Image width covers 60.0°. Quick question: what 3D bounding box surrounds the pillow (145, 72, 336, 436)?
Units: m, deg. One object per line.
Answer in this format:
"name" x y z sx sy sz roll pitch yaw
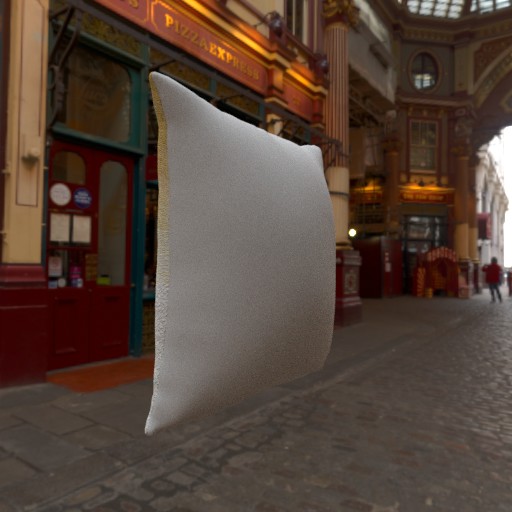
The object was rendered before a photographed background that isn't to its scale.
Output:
"pillow" 0.000 0.000 0.717 0.211 0.450 0.450 -1 -2 35
